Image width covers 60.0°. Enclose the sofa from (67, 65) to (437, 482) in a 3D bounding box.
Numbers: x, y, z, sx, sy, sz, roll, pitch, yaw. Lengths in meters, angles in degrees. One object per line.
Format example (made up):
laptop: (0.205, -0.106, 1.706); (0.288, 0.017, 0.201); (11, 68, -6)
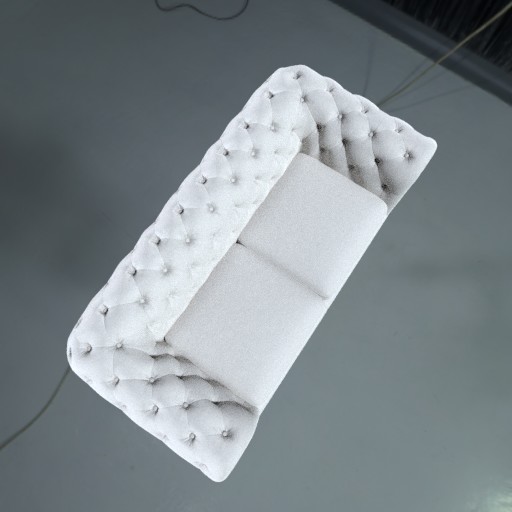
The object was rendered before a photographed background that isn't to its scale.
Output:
sofa: (0.000, 0.000, 2.441); (0.986, 0.764, 1.998); (33, 78, 8)
